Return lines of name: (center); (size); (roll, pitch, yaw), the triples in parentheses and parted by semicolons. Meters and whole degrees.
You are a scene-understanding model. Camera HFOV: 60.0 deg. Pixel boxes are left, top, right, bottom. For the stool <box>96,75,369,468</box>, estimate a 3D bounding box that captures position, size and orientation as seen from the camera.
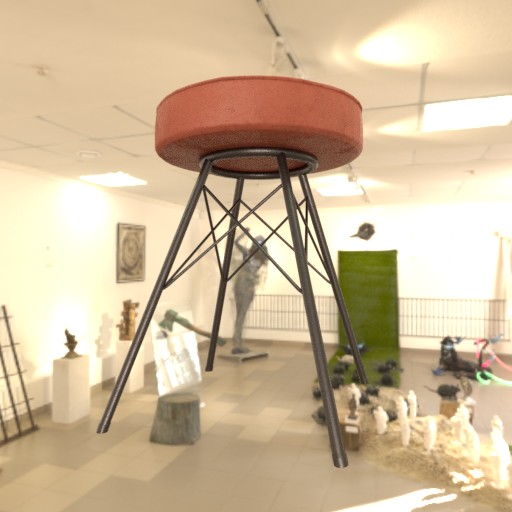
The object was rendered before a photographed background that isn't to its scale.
stool: (0.000, 0.000, 0.893); (0.421, 0.593, 0.457); (0, -1, 18)
